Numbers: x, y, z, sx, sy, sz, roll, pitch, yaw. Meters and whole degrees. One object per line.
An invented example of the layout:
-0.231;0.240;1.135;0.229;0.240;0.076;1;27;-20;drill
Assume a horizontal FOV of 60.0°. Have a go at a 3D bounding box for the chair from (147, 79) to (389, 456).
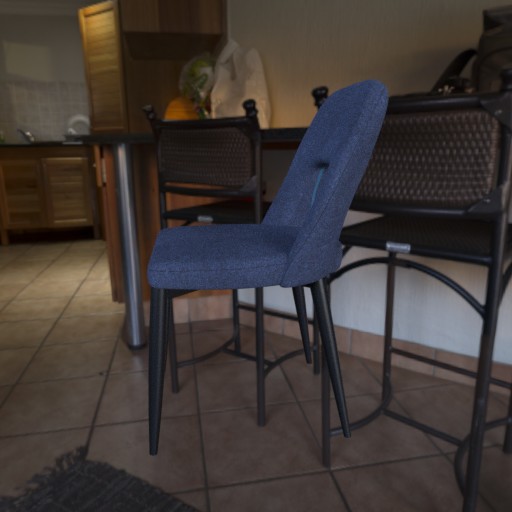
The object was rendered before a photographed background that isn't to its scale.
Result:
0.000;0.000;1.259;0.612;0.931;0.470;-2;15;-8;chair
